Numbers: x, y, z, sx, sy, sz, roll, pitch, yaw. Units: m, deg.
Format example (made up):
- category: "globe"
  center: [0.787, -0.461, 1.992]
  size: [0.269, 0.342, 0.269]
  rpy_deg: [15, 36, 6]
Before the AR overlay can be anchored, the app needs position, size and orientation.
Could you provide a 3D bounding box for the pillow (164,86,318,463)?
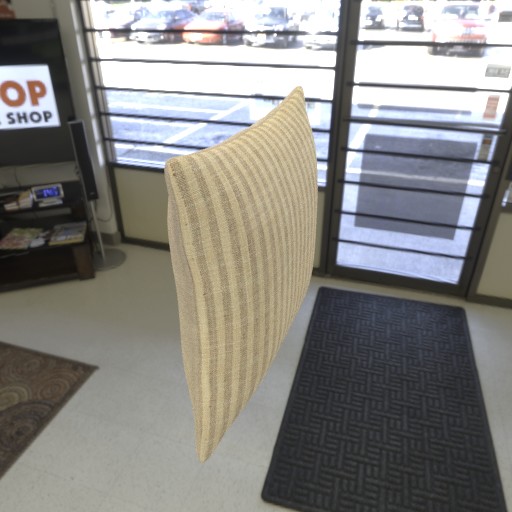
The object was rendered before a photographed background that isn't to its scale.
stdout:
- category: "pillow"
  center: [0.000, 0.000, 0.809]
  size: [0.166, 0.510, 0.523]
  rpy_deg: [11, 32, 18]
